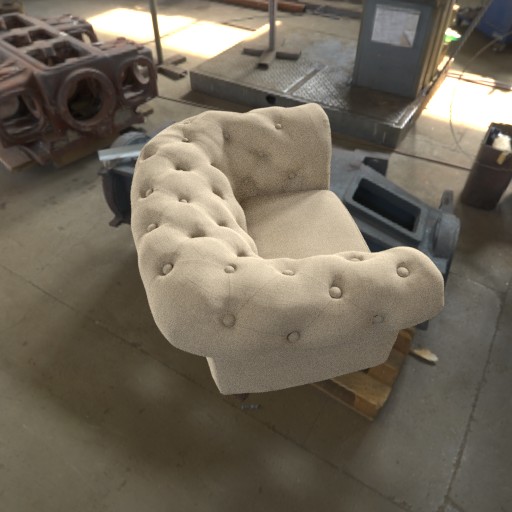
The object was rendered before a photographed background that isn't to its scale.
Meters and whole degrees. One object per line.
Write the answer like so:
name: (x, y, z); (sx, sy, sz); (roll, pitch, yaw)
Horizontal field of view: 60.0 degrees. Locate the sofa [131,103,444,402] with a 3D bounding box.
sofa: (0.000, 0.000, 2.074); (1.034, 0.878, 1.405); (-9, 46, -9)
